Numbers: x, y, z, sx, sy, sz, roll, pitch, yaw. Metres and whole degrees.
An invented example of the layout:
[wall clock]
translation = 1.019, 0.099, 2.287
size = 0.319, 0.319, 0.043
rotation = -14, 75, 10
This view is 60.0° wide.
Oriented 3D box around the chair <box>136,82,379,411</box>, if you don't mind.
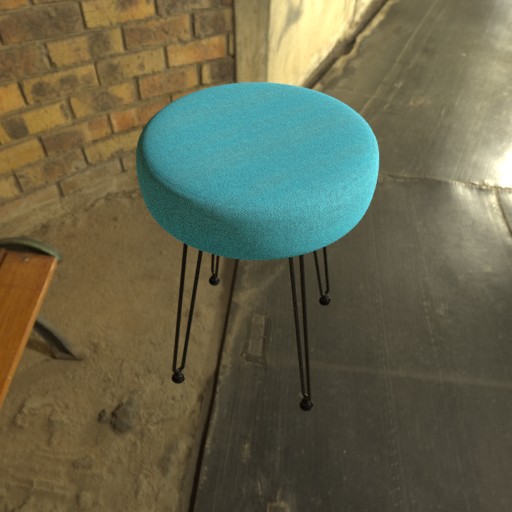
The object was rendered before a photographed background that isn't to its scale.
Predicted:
[chair]
translation = 0.000, 0.000, 0.688
size = 0.350, 0.440, 0.350
rotation = -24, 51, -22
